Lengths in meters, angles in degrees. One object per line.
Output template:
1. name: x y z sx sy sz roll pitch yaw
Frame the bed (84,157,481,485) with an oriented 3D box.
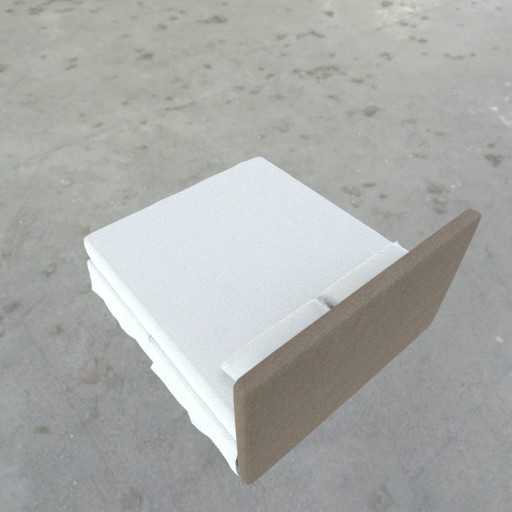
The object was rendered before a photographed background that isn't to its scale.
1. bed: 0.000 0.000 3.552 2.119 1.317 2.341 -31 53 -27
